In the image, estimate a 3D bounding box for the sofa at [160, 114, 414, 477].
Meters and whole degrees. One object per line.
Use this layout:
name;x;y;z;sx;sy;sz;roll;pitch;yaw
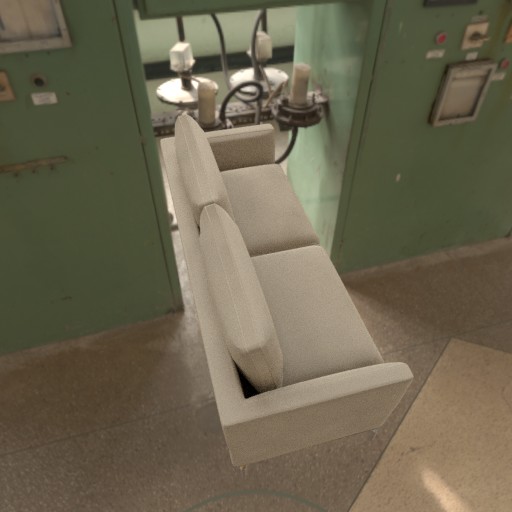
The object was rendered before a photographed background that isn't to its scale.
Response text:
sofa;0.000;0.000;2.742;0.868;1.005;2.214;-11;47;-10
